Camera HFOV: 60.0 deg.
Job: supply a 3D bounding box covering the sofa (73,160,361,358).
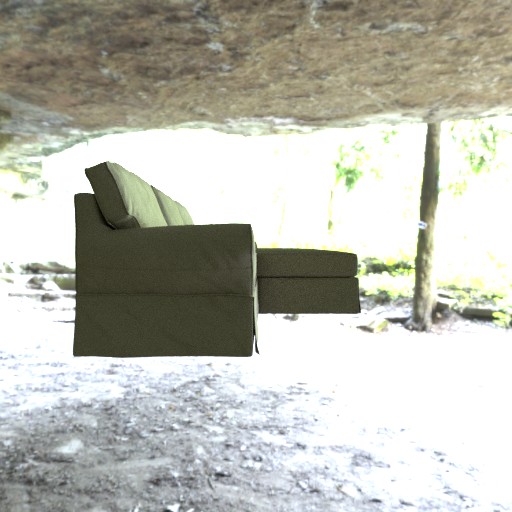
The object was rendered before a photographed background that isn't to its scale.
[{"bbox_3d":[0.000,0.000,3.296,1.733,0.978,2.475,0,0,1],"label":"sofa"}]
